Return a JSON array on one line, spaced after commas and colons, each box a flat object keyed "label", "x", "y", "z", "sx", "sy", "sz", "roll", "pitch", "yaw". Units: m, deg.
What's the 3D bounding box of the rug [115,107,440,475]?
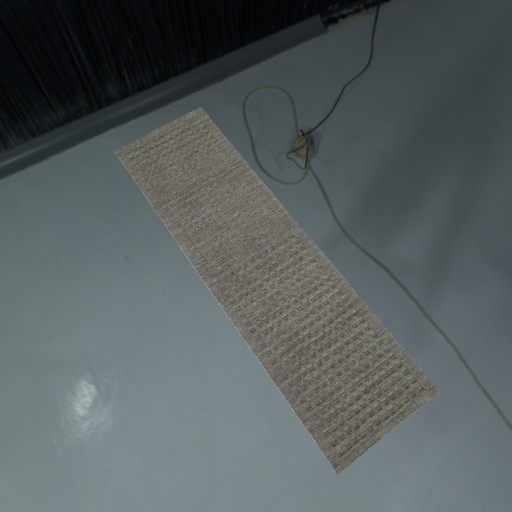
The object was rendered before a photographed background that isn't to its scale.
[{"label": "rug", "x": 0.000, "y": 0.000, "z": 2.718, "sx": 0.706, "sy": 0.009, "sz": 2.443, "roll": -32, "pitch": 69, "yaw": -14}]
